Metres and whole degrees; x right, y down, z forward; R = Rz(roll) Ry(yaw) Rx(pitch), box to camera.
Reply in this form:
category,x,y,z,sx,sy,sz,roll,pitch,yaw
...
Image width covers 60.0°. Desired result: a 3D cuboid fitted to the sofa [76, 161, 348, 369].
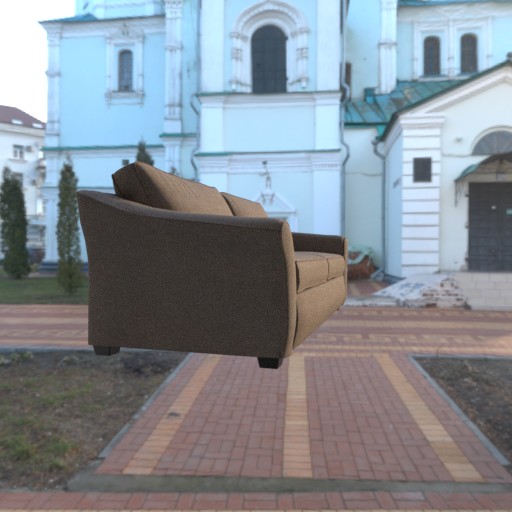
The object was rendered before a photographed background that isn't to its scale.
category,x,y,z,sx,sy,sz,roll,pitch,yaw
sofa,0.000,0.000,2.876,0.986,0.906,2.270,0,1,18
